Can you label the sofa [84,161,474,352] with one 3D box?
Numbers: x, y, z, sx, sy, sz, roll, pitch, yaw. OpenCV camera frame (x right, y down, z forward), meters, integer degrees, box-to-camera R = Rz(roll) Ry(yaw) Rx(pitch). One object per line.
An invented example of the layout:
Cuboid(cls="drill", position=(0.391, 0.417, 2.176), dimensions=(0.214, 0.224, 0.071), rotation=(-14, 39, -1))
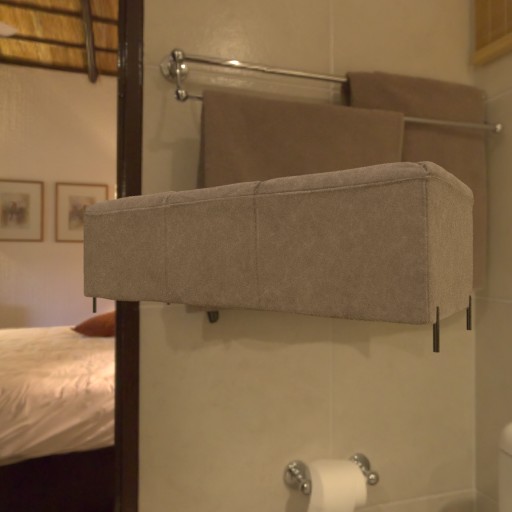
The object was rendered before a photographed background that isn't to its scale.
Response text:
Cuboid(cls="sofa", position=(0.000, 0.000, 2.626), dimensions=(2.238, 0.758, 0.899), rotation=(0, -1, 36))
